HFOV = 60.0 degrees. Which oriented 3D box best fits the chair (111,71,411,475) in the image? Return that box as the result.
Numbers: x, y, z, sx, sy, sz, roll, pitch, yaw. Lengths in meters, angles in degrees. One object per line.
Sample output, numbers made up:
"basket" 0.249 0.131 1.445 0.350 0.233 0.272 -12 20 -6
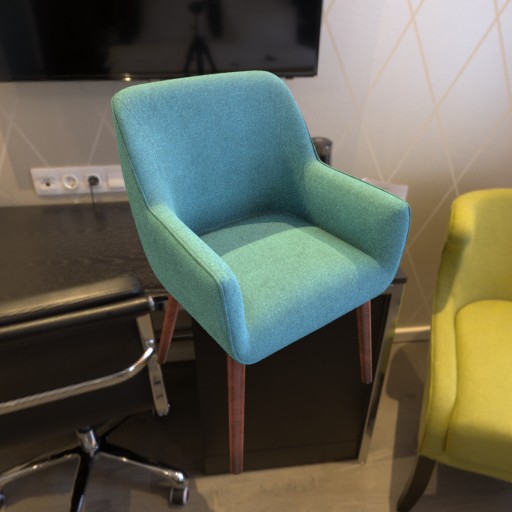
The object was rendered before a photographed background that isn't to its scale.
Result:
"chair" 0.000 0.000 1.135 0.543 0.803 0.519 -22 37 -31
